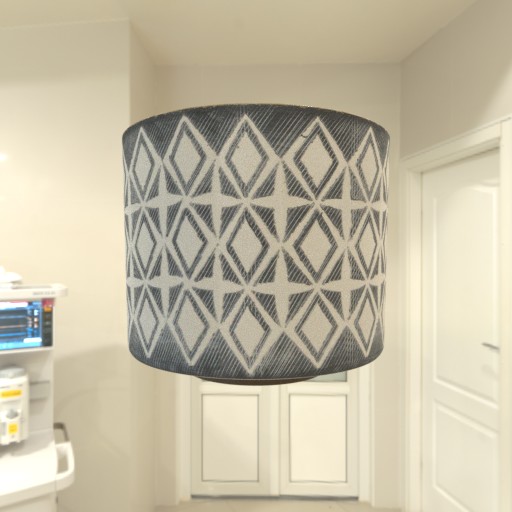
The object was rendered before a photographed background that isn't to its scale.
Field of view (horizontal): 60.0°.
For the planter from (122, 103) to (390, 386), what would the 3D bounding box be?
[{"bbox_3d":[0.000,0.000,0.333,0.192,0.165,0.192,0,0,0],"label":"planter"}]
